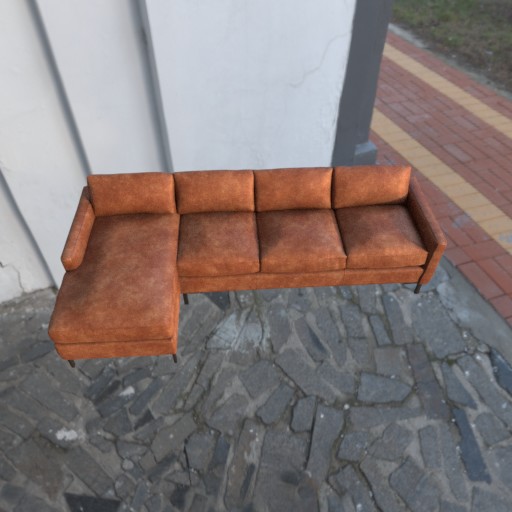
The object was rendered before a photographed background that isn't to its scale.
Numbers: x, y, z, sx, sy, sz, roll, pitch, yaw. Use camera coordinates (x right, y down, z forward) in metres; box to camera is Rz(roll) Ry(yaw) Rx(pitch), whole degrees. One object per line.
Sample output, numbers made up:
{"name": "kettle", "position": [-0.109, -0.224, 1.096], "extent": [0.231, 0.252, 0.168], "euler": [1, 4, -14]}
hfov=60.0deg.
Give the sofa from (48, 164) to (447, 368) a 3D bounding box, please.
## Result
{"name": "sofa", "position": [0.000, 0.000, 3.631], "extent": [2.993, 0.859, 1.471], "euler": [-2, 46, -2]}
